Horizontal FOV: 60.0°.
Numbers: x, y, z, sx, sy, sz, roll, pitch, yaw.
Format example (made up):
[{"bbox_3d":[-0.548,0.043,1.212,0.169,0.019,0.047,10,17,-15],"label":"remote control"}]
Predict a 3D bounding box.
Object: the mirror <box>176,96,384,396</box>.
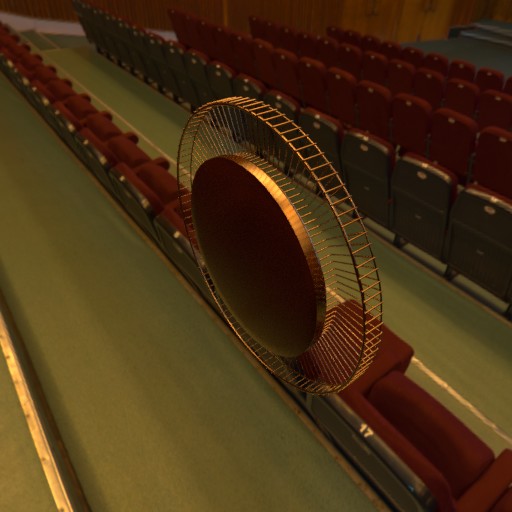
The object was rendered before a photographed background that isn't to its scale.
[{"bbox_3d":[0.000,0.000,1.037,0.067,0.703,0.703,-25,46,-27],"label":"mirror"}]
